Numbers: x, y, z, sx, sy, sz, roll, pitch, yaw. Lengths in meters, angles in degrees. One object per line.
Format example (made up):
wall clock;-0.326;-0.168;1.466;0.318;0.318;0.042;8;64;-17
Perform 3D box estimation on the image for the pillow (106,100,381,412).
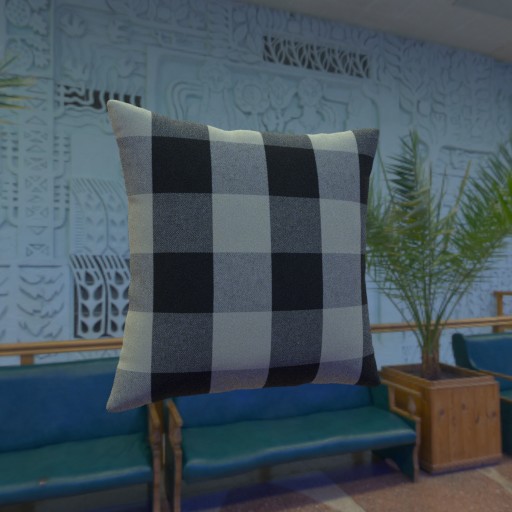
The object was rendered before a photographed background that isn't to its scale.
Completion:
pillow;0.000;0.000;0.797;0.511;0.509;0.161;0;-1;-18
